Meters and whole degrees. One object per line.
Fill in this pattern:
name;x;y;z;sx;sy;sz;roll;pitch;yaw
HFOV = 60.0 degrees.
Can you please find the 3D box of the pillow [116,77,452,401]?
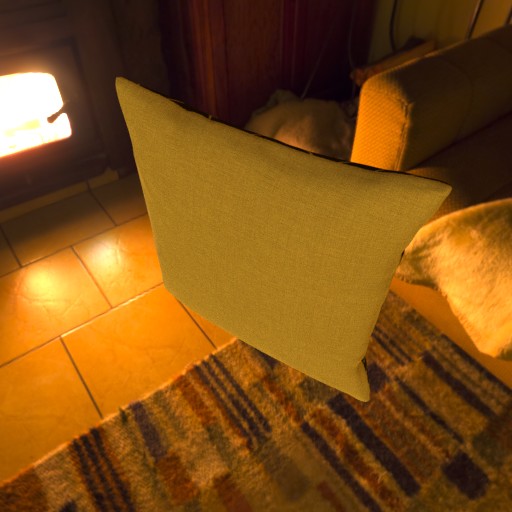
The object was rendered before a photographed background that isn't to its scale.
pillow;0.000;0.000;0.765;0.517;0.508;0.158;25;51;22
